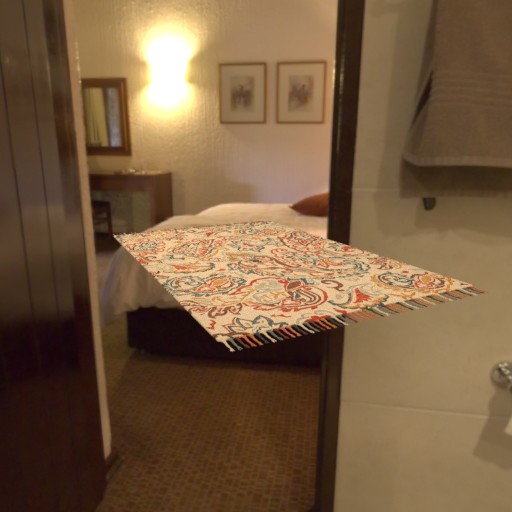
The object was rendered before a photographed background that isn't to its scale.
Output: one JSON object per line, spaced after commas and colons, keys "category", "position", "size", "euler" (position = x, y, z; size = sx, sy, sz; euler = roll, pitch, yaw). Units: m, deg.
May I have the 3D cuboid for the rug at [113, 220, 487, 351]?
{"category": "rug", "position": [0.000, 0.000, 2.471], "size": [1.218, 0.010, 1.997], "euler": [-7, 16, -26]}
